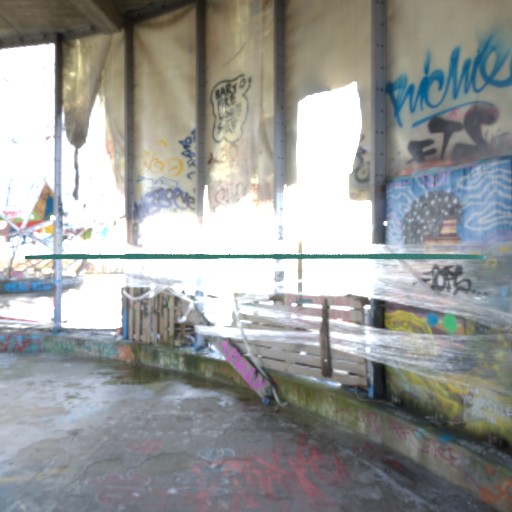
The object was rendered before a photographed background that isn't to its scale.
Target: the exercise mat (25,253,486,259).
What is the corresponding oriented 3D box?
[{"bbox_3d":[0.000,0.000,2.060,1.869,0.021,0.616,0,1,-1],"label":"exercise mat"}]
